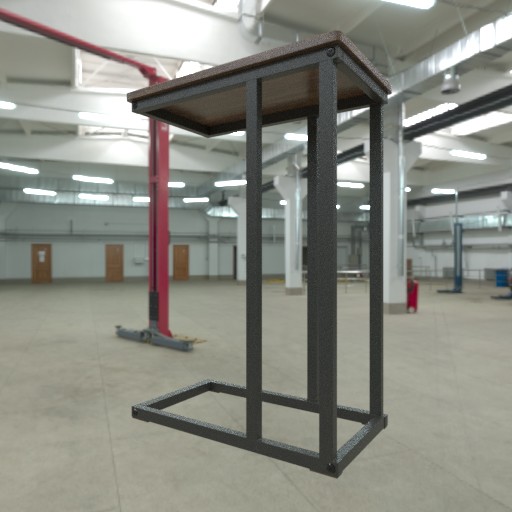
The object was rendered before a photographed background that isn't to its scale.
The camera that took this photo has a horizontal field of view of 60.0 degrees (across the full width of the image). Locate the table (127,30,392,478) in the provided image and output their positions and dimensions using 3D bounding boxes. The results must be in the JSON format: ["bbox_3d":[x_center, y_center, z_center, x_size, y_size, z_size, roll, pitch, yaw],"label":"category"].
[{"bbox_3d":[0.000,0.000,0.851,0.450,0.637,0.254,0,0,34],"label":"table"}]
